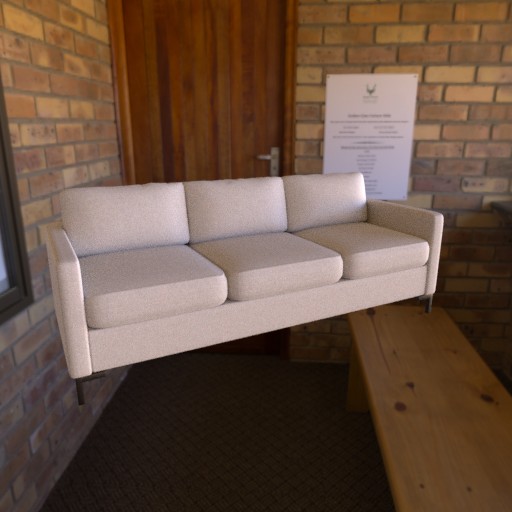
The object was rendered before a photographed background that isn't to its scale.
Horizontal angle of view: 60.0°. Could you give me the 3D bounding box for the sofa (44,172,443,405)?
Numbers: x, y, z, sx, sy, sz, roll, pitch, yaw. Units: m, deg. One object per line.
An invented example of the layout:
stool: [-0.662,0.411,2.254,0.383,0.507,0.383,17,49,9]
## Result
sofa: [0.000,0.000,2.650,2.218,0.874,0.859,-8,18,-26]
